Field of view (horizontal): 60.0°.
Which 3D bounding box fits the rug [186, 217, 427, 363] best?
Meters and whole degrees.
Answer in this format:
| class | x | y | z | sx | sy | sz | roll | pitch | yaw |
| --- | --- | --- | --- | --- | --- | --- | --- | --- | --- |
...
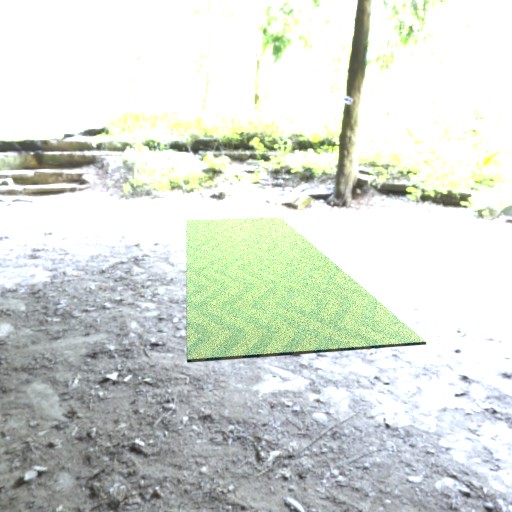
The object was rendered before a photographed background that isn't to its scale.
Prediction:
| class | x | y | z | sx | sy | sz | roll | pitch | yaw |
| --- | --- | --- | --- | --- | --- | --- | --- | --- | --- |
| rug | 0.000 | 0.000 | 1.607 | 0.503 | 0.007 | 1.492 | -2 | 15 | -8 |
